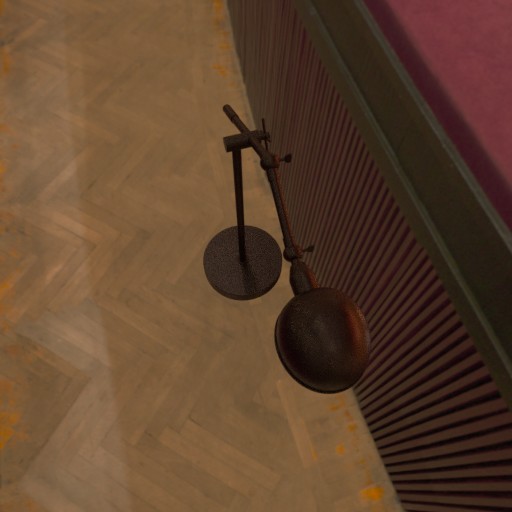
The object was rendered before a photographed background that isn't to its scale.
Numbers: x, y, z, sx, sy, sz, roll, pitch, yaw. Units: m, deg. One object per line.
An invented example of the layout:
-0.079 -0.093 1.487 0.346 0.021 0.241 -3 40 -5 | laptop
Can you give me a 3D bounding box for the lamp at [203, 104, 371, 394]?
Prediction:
0.000 0.000 0.794 0.185 0.495 0.567 -15 63 -7 | lamp
